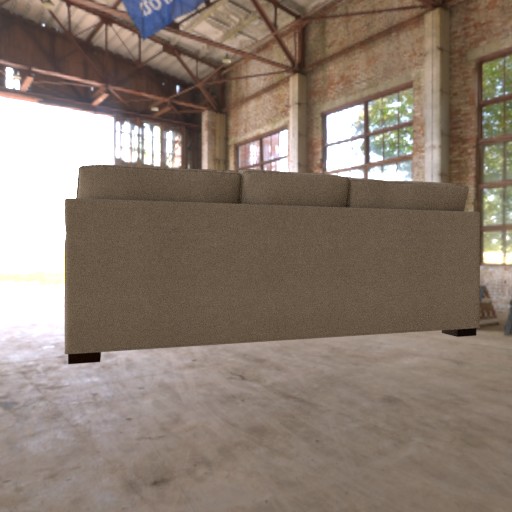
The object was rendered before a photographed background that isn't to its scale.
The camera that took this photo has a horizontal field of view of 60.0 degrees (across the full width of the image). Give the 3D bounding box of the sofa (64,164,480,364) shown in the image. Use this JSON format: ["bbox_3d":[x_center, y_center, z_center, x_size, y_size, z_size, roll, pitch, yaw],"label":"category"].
[{"bbox_3d":[0.000,0.000,2.792,2.087,0.861,1.496,0,1,-17],"label":"sofa"}]
